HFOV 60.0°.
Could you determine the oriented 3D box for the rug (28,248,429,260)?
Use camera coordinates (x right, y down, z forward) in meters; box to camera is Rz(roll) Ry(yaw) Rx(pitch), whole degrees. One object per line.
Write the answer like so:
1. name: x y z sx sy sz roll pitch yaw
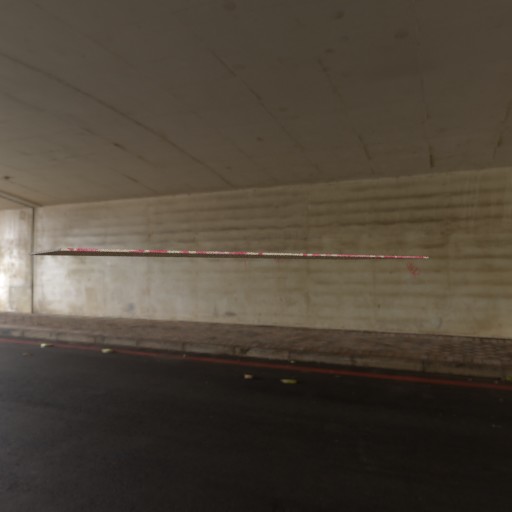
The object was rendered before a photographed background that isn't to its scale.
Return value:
1. rug: 0.000 0.000 2.771 2.458 0.011 0.787 1 -2 -35
